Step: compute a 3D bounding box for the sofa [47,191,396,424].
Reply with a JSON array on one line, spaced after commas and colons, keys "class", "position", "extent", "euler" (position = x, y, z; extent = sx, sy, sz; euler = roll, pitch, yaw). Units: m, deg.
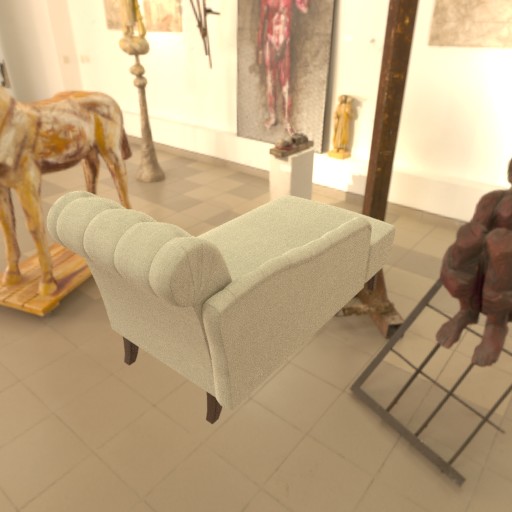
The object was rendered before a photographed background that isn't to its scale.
[{"class": "sofa", "position": [0.000, 0.000, 1.859], "extent": [0.675, 0.787, 1.379], "euler": [22, 36, 33]}]
